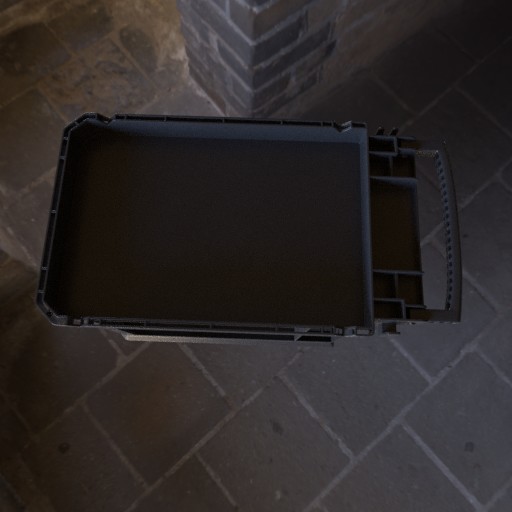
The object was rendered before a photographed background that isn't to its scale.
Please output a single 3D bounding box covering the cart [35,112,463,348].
[{"bbox_3d":[0.000,0.000,1.749,1.239,0.884,0.674,2,75,1],"label":"cart"}]
